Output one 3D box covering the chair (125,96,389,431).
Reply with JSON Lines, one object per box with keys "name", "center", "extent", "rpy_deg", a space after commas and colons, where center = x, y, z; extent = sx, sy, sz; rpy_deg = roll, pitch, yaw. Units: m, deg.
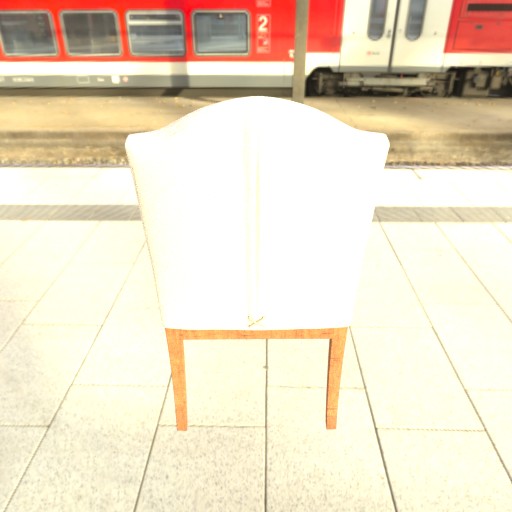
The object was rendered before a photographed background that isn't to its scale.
{"name": "chair", "center": [0.000, 0.000, 1.333], "extent": [0.534, 1.012, 0.648], "rpy_deg": [0, 30, -1]}
